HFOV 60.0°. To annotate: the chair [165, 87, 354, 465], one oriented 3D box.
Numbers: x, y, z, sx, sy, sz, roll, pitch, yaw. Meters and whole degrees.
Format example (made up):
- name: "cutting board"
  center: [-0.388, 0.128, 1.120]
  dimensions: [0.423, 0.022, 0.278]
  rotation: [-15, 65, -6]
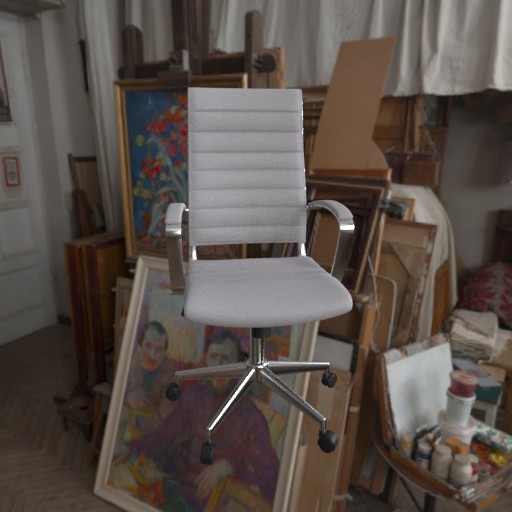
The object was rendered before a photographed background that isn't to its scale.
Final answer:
- name: "chair"
  center: [0.000, 0.000, 1.536]
  dimensions: [0.679, 1.149, 0.667]
  rotation: [-2, 15, -7]
